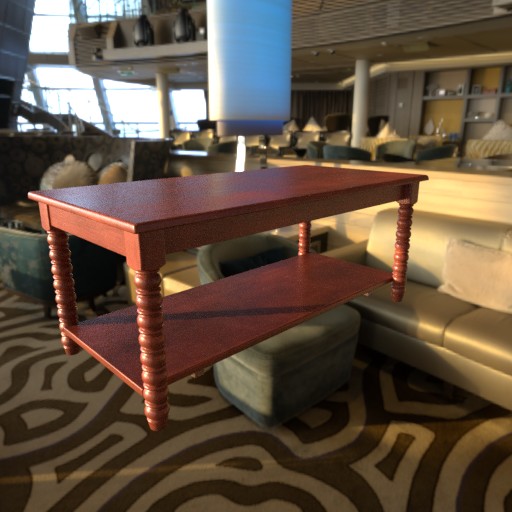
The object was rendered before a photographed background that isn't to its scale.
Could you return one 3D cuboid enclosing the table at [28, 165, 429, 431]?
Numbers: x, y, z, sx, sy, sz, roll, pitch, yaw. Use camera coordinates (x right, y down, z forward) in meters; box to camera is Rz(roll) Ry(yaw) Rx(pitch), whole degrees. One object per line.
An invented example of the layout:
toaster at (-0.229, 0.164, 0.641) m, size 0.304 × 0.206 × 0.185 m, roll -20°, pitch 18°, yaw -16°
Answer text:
table at (0.000, 0.000, 1.458) m, size 1.171 × 0.485 × 0.580 m, roll -16°, pitch 23°, yaw -42°
